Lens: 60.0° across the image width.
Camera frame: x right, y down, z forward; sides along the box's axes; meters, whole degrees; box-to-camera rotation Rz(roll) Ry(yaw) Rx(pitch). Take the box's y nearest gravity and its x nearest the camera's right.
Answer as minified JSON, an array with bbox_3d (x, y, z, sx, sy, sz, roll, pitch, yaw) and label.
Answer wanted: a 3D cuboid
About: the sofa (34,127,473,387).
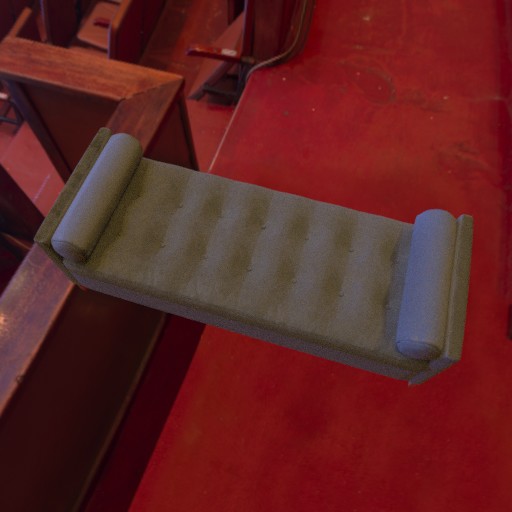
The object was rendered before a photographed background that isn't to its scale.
[{"bbox_3d":[0.000,0.000,2.472,2.102,0.705,0.796,15,64,8],"label":"sofa"}]
